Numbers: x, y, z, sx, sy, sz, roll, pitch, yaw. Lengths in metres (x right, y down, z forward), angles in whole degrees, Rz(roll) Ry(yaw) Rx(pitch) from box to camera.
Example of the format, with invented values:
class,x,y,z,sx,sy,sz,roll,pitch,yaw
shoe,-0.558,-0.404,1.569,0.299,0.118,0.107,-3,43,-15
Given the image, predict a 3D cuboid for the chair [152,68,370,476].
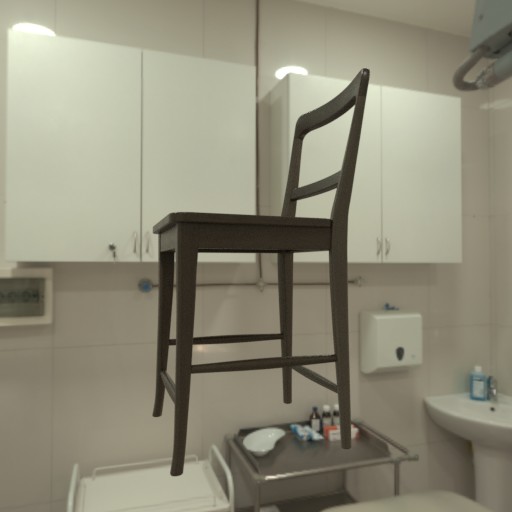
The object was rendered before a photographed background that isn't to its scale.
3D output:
class,x,y,z,sx,sy,sz,roll,pitch,yaw
chair,0.000,0.000,1.275,0.546,0.991,0.450,0,-1,-19
